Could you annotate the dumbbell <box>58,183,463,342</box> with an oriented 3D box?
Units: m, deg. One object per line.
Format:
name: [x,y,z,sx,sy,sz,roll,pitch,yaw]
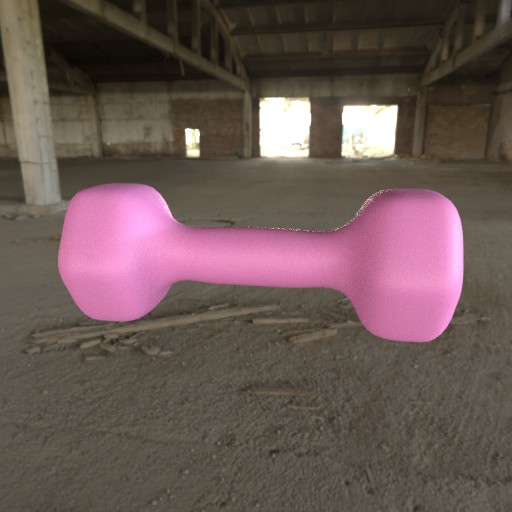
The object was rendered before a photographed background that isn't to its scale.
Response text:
dumbbell: [0.000,0.000,0.188,0.159,0.058,0.064,3,15,9]
